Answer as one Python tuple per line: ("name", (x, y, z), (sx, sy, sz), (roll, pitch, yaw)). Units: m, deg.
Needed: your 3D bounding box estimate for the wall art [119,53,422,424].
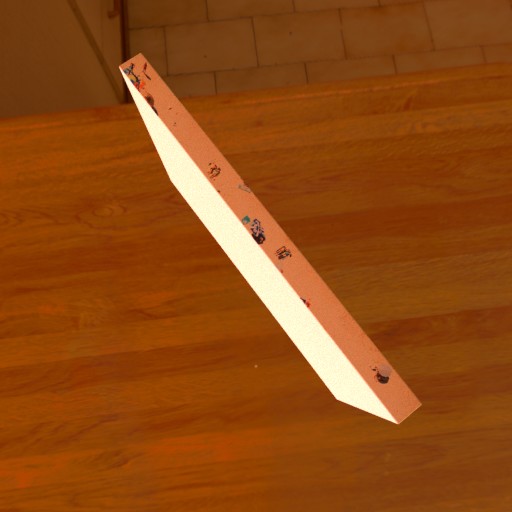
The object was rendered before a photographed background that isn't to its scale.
("wall art", (0.000, 0.000, 0.780), (0.039, 0.406, 0.609), (-36, 79, -8))
